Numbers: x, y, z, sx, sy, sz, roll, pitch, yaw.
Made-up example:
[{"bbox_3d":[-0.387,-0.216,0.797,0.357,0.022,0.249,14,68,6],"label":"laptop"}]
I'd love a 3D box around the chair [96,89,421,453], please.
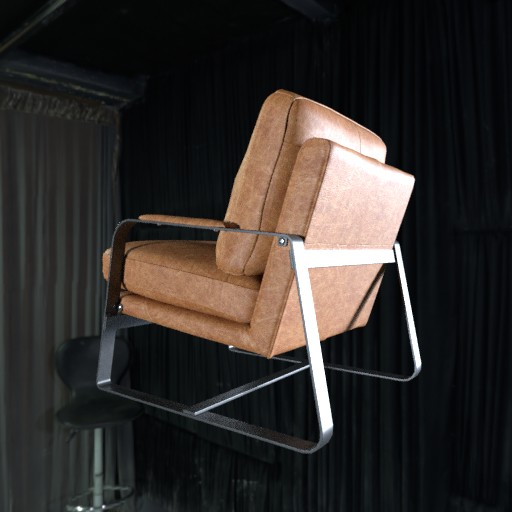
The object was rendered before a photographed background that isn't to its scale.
[{"bbox_3d":[0.000,0.000,1.354,0.801,0.777,0.651,1,1,36],"label":"chair"}]
